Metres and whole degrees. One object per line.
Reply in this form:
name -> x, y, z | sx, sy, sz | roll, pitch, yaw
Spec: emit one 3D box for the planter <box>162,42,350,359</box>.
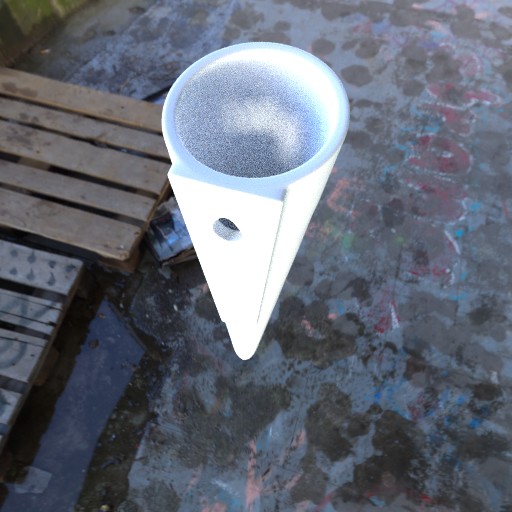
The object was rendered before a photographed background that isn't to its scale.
planter -> 0.000, 0.000, 0.222 | 0.057, 0.193, 0.064 | 15, 63, 8
